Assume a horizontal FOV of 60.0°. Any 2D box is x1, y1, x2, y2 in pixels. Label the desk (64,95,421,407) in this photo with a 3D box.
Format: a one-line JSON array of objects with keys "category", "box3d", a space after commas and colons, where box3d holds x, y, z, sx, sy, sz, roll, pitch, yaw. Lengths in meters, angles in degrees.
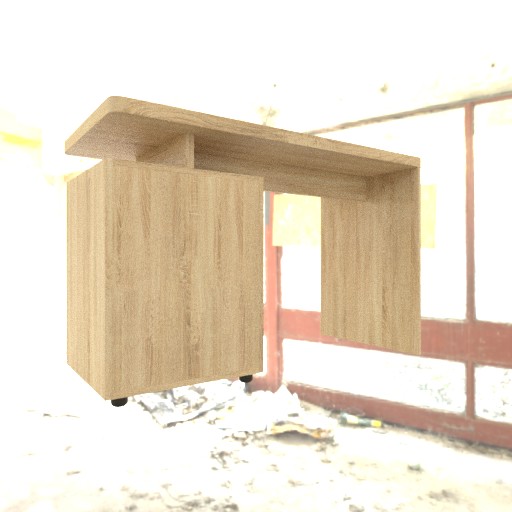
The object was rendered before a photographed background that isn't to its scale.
[{"category": "desk", "box3d": [0.000, 0.000, 1.602, 1.200, 0.760, 0.550, 0, 0, -34]}]
